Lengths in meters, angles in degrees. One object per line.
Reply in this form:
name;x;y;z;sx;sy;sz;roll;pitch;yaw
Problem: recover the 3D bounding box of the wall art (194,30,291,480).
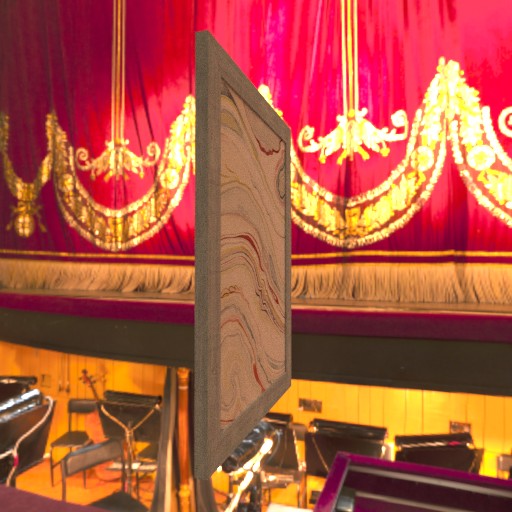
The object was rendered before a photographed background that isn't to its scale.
wall art;0.000;0.000;0.834;0.020;0.613;0.481;0;-1;18
